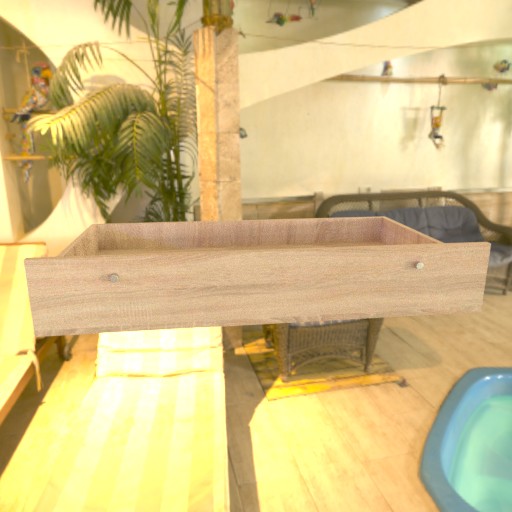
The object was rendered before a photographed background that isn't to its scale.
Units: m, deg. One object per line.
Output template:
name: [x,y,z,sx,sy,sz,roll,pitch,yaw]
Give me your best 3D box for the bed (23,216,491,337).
bed: [0.000,0.000,1.469,1.200,0.209,0.685,-2,16,-7]
